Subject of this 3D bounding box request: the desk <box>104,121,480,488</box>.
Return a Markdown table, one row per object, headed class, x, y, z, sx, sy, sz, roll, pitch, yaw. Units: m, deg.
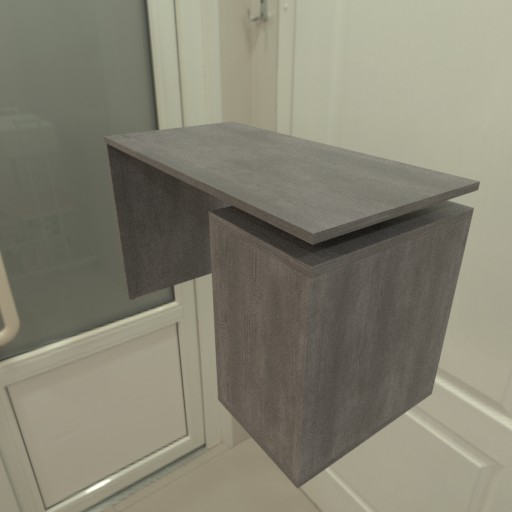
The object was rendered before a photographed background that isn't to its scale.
| class | x | y | z | sx | sy | sz | roll | pitch | yaw |
| --- | --- | --- | --- | --- | --- | --- | --- | --- | --- |
| desk | 0.000 | 0.000 | 1.616 | 0.600 | 0.740 | 1.200 | -18 | 31 | -32 |
